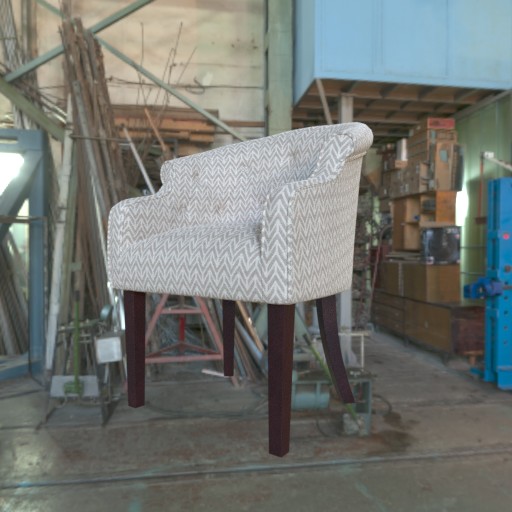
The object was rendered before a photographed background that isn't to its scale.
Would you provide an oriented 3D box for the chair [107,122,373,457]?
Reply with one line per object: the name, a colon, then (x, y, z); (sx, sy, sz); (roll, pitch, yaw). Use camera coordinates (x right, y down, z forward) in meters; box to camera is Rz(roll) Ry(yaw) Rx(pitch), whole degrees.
chair: (0.000, 0.000, 1.314); (0.686, 0.858, 0.613); (1, 2, 37)
